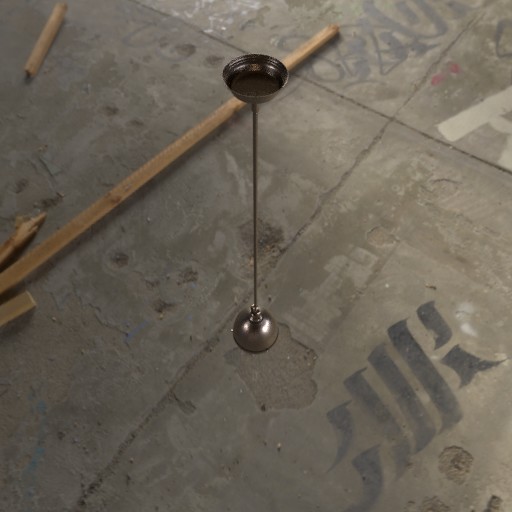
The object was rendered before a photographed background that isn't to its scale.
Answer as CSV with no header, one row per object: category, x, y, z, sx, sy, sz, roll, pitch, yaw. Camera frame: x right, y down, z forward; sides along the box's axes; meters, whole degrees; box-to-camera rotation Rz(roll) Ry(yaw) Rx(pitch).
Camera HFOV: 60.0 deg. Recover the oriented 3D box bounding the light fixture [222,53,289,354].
light fixture,0.000,0.000,1.447,0.211,1.367,0.217,-30,64,-17
